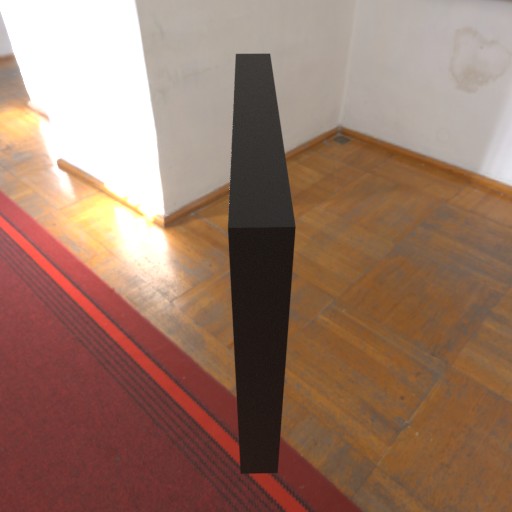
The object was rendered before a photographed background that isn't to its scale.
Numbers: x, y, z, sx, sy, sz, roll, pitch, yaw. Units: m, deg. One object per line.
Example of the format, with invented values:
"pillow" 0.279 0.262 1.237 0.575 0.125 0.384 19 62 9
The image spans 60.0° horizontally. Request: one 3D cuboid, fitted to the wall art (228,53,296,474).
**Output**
"wall art" 0.000 0.000 0.452 0.037 0.303 0.304 -1 41 -1
